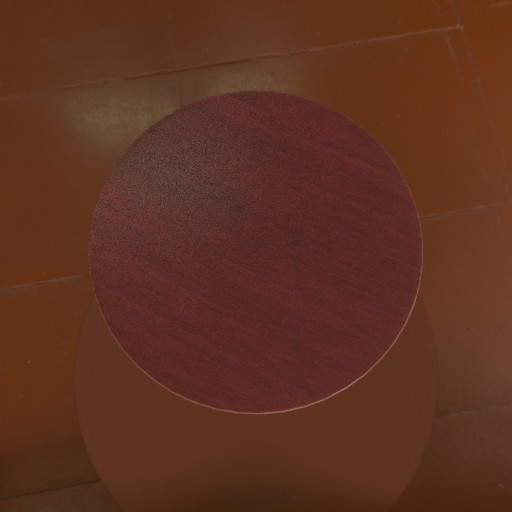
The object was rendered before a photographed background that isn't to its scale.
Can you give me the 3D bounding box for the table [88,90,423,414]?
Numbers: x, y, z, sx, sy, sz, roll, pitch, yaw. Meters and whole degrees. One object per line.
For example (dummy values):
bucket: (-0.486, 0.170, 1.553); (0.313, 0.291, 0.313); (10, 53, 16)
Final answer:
table: (0.000, 0.000, 1.594); (1.029, 0.486, 1.029); (0, 76, 0)
